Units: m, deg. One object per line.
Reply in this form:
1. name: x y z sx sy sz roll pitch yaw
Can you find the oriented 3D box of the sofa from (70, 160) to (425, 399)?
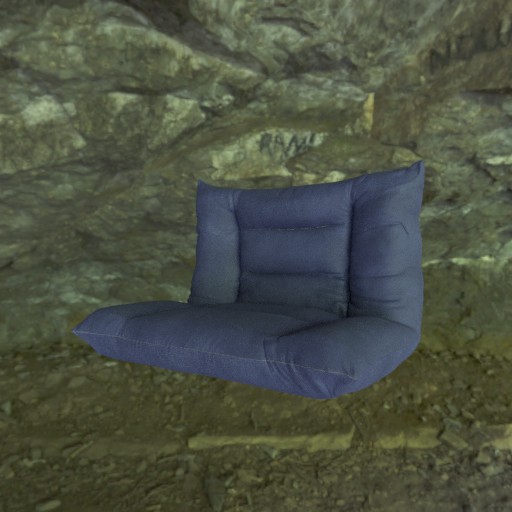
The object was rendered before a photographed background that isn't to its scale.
1. sofa: 0.000 0.000 1.711 1.122 0.778 0.849 0 0 33
